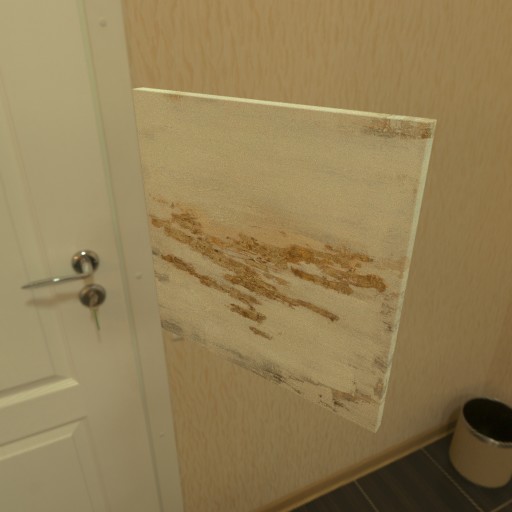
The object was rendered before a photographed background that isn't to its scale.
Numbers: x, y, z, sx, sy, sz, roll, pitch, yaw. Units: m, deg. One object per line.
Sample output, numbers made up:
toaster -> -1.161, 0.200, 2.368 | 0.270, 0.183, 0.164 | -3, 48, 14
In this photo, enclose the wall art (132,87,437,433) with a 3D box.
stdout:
wall art -> 0.000, 0.000, 1.133 | 0.753, 0.755, 0.038 | 18, 33, 31
